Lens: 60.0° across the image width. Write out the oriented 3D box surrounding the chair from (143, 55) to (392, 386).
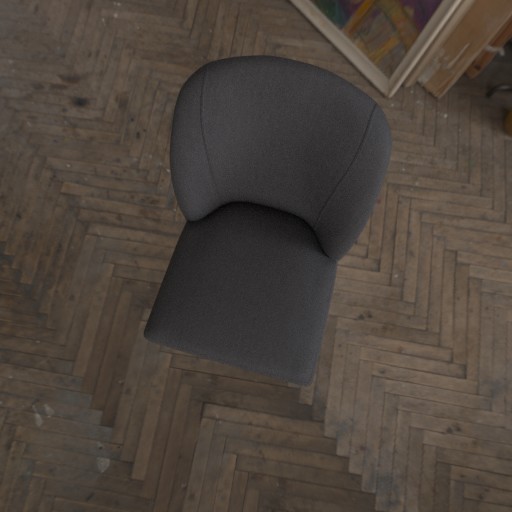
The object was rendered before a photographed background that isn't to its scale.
[{"bbox_3d":[0.000,0.000,1.255,0.506,0.879,0.619,15,75,4],"label":"chair"}]
